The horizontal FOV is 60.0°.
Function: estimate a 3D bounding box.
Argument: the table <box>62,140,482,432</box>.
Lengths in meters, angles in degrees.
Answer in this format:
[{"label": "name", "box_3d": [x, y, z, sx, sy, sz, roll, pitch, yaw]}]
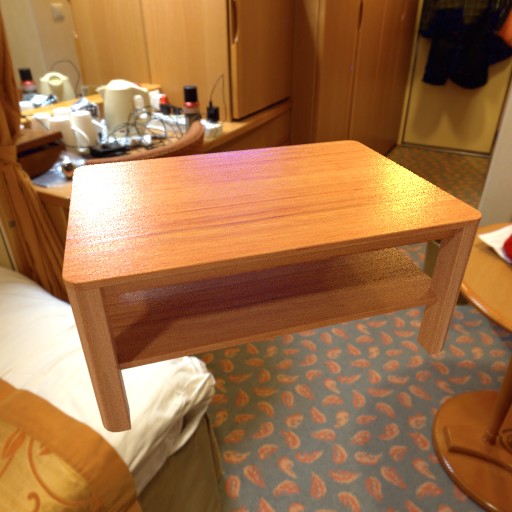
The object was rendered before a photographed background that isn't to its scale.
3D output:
[{"label": "table", "box_3d": [0.000, 0.000, 1.369, 0.997, 0.445, 0.696, -9, 32, -15]}]
